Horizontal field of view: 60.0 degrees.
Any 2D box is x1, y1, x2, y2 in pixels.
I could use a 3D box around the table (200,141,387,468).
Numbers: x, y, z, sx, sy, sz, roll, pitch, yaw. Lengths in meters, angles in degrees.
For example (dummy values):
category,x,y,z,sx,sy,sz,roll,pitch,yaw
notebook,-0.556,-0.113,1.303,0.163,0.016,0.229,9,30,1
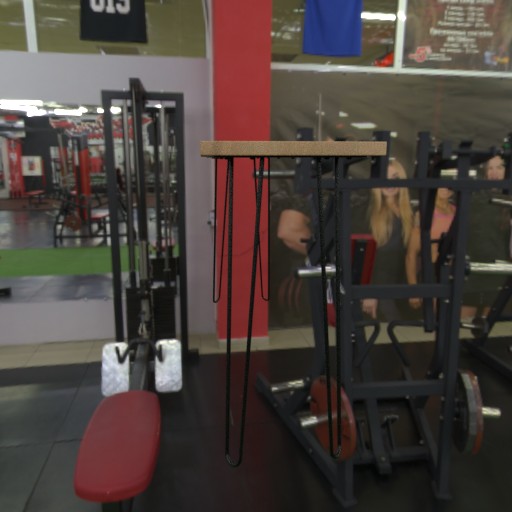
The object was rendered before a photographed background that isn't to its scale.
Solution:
category,x,y,z,sx,sy,sz,roll,pitch,yaw
table,0.000,0.000,1.692,0.399,0.799,1.400,-1,13,-7
